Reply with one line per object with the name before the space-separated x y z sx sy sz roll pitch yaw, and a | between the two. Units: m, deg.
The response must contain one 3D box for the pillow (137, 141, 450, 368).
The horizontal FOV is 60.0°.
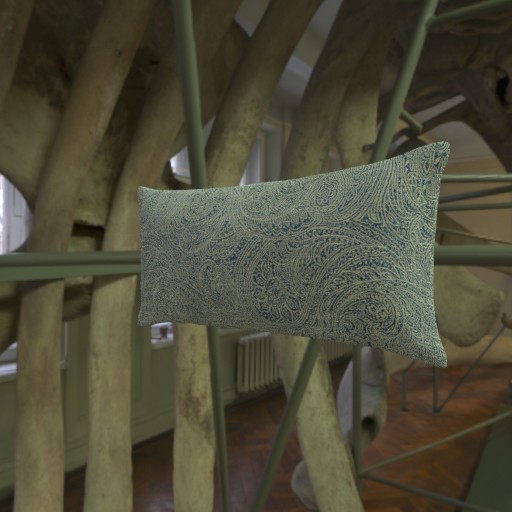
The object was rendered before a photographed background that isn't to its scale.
pillow | 0.000 0.000 0.750 0.615 0.295 0.151 0 0 36
